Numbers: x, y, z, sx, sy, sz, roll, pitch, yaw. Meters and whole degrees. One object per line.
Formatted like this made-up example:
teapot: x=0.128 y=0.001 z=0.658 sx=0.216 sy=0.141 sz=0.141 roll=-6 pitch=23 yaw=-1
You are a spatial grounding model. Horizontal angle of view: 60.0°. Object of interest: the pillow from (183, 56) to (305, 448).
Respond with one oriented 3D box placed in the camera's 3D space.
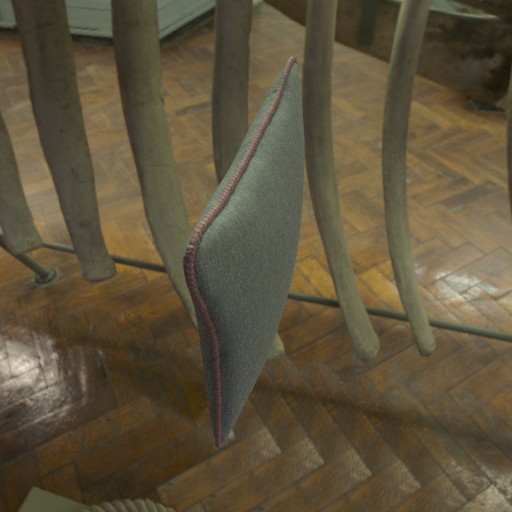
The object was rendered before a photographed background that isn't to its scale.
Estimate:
pillow: x=0.000 y=0.000 z=0.736 sx=0.124 sy=0.491 sz=0.482 roll=11 pitch=47 yaw=11
